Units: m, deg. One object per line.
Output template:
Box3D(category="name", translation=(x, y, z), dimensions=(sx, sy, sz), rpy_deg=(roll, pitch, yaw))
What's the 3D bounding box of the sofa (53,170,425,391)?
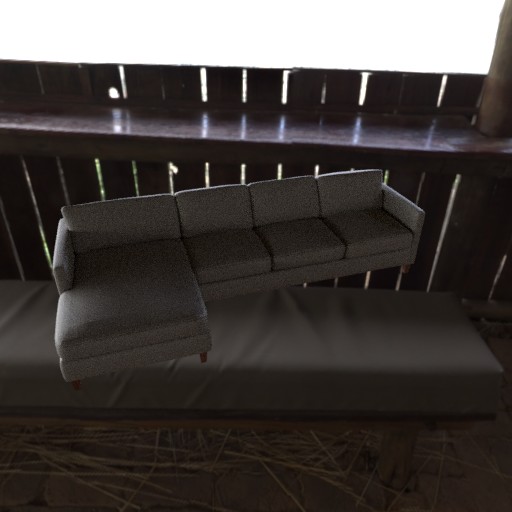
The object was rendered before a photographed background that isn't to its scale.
Box3D(category="sofa", translation=(0.000, 0.000, 3.819), dimensions=(3.201, 0.876, 1.502), rpy_deg=(-9, 33, -15))
